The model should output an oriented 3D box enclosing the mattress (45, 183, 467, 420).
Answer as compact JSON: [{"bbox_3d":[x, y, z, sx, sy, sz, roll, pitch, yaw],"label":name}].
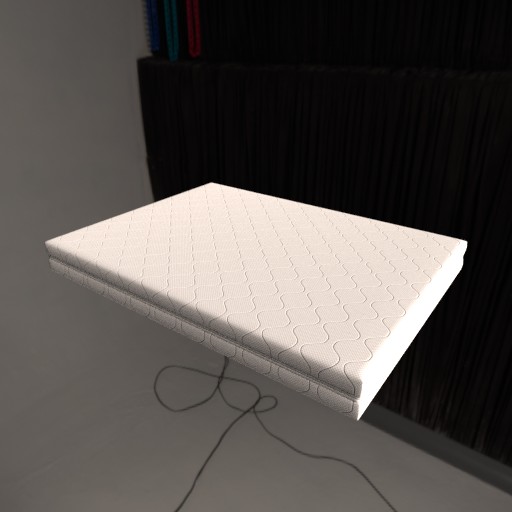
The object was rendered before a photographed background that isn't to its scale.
[{"bbox_3d":[0.000,0.000,2.499,1.900,0.200,1.400,18,31,32],"label":"mattress"}]
